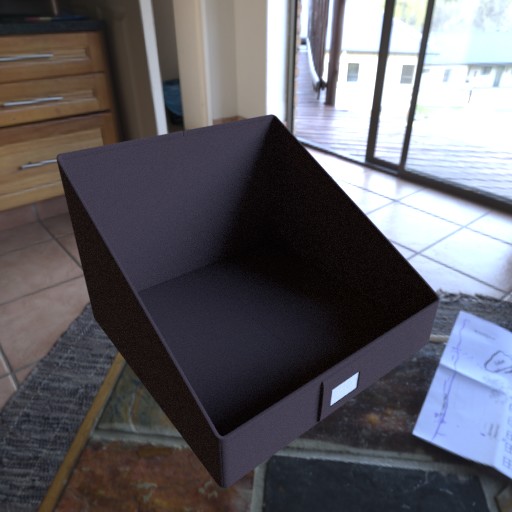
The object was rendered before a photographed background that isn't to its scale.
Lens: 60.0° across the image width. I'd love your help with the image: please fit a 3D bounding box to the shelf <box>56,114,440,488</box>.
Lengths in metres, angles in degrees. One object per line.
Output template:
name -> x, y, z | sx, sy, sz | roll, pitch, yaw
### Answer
shelf -> 0.000, 0.000, 0.482 | 0.292, 0.210, 0.292 | -22, 37, -32
